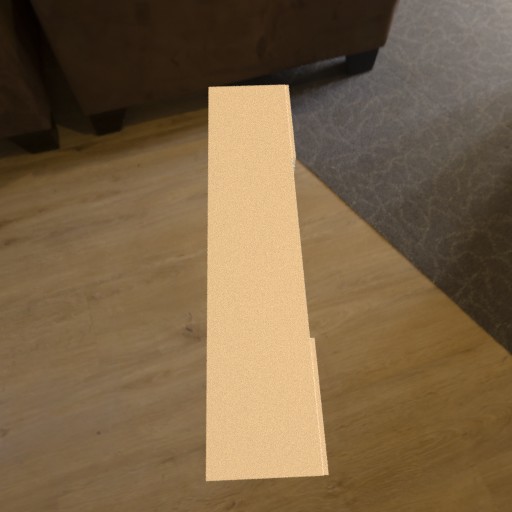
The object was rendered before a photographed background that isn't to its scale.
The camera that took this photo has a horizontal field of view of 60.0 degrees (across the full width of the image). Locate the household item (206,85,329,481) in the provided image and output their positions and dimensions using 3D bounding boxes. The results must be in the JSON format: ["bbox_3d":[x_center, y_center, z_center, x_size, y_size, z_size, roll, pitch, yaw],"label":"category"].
[{"bbox_3d":[0.000,0.000,2.063,0.420,0.310,1.850,-2,64,-1],"label":"household item"}]
